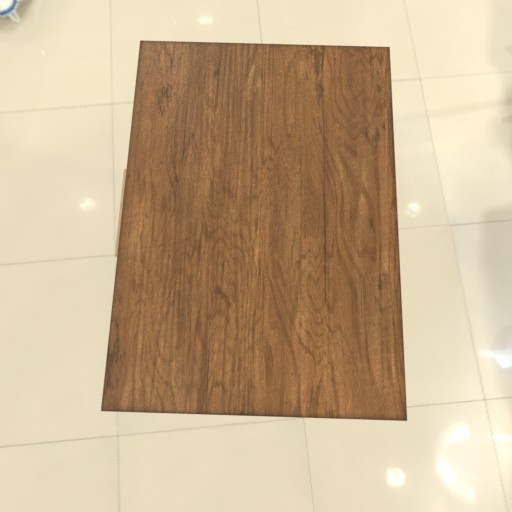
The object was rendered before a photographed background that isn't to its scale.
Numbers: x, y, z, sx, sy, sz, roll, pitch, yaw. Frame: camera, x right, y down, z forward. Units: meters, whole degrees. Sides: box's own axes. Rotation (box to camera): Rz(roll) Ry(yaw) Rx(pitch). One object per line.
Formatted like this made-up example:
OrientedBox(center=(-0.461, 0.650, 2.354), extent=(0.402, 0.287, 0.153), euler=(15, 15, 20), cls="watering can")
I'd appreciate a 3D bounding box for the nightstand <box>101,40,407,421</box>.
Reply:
OrientedBox(center=(0.000, 0.000, 0.991), extent=(0.446, 0.610, 0.610), euler=(2, 77, 0), cls="nightstand")
